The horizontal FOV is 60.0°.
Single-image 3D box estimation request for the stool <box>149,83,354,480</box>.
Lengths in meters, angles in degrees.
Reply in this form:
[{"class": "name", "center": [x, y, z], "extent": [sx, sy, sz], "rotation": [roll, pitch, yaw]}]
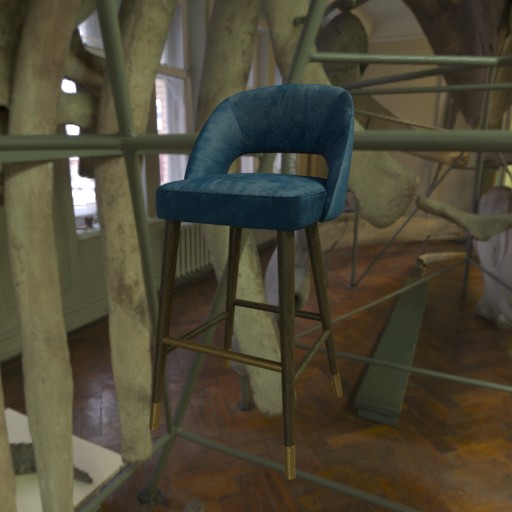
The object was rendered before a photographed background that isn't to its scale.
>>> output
[{"class": "stool", "center": [0.000, 0.000, 1.326], "extent": [0.514, 1.016, 0.515], "rotation": [7, 16, 26]}]
